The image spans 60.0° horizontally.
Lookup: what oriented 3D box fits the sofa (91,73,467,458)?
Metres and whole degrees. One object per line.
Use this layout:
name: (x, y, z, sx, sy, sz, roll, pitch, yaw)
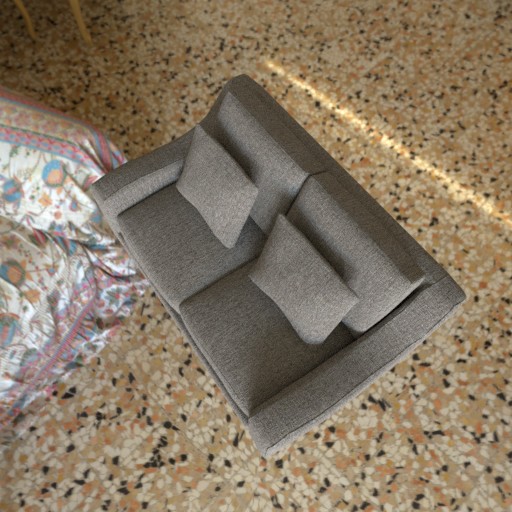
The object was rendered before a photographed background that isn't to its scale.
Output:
sofa: (0.000, 0.000, 2.450, 1.120, 0.991, 1.778, -33, 68, -15)
